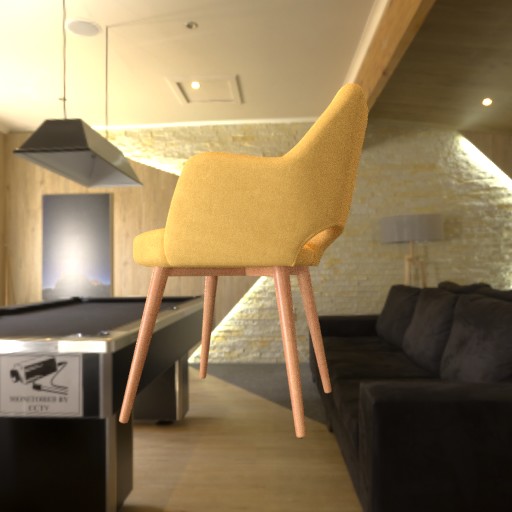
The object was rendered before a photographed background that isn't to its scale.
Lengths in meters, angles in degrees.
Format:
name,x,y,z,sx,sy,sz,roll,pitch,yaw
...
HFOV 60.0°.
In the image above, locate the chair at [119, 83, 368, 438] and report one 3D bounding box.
name,x,y,z,sx,sy,sz,roll,pitch,yaw
chair,0.000,0.000,1.246,0.610,0.840,0.590,0,-1,18
